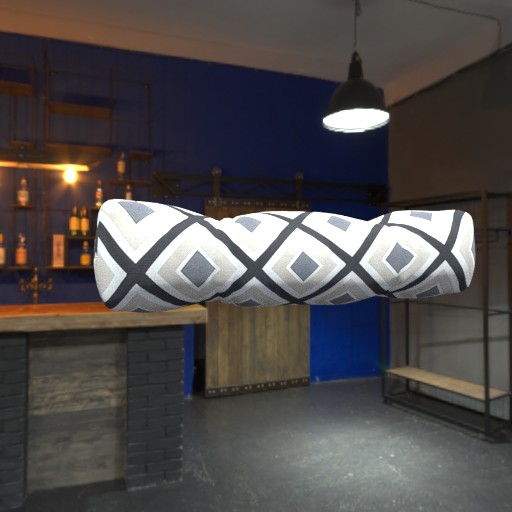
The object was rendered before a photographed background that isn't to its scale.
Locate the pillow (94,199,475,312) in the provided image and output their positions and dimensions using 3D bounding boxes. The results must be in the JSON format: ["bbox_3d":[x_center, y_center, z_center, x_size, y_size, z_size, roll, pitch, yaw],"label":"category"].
[{"bbox_3d":[0.000,0.000,0.731,0.490,0.128,0.468,0,0,-18],"label":"pillow"}]
